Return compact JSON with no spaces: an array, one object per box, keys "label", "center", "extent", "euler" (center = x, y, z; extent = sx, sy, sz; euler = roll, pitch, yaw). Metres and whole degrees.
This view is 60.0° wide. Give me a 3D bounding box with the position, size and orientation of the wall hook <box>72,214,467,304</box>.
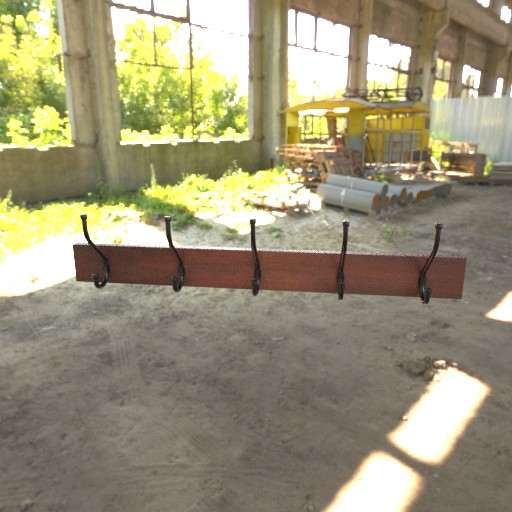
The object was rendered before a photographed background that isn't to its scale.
[{"label":"wall hook","center":[0.000,0.000,0.618],"extent":[0.571,0.117,0.071],"euler":[2,16,7]}]
